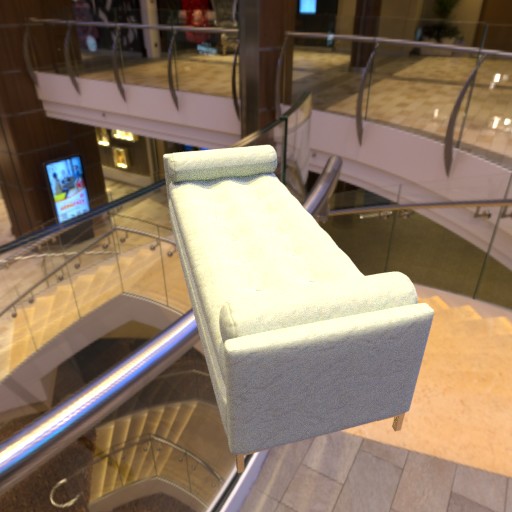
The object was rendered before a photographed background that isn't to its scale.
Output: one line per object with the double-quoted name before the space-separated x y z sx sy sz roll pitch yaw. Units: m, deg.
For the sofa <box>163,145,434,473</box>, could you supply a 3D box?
"sofa" 0.000 0.000 2.509 0.796 0.705 2.102 -8 32 -14
